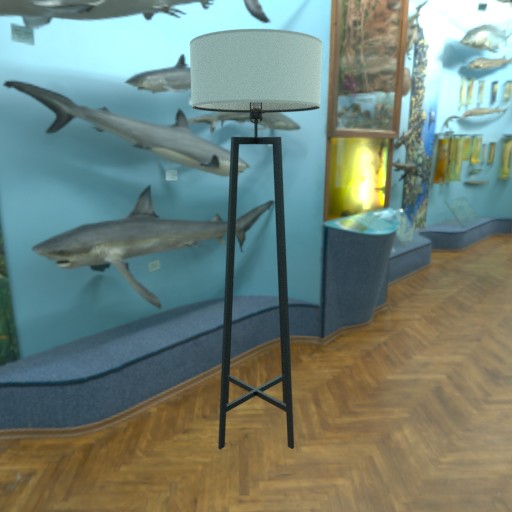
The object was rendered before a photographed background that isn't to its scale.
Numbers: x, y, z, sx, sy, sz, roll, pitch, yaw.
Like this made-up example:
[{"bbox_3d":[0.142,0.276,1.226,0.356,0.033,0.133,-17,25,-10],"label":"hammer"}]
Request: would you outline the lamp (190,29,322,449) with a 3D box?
[{"bbox_3d":[0.000,0.000,1.726,0.456,1.510,0.457,13,19,43],"label":"lamp"}]
